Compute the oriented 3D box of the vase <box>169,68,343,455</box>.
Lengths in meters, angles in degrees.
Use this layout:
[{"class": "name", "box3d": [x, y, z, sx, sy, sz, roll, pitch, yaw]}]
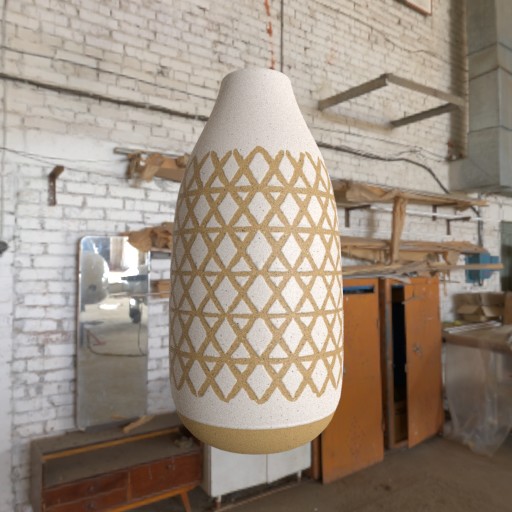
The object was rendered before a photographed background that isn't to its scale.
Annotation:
[{"class": "vase", "box3d": [0.000, 0.000, 0.482, 0.186, 0.380, 0.186, 0, -1, 0]}]
